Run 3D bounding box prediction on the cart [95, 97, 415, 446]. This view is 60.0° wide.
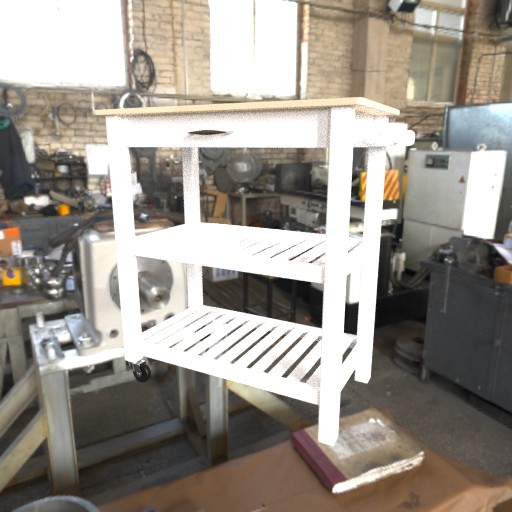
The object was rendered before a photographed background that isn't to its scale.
[{"bbox_3d":[0.000,0.000,1.476,0.899,0.927,0.457,7,16,27],"label":"cart"}]
